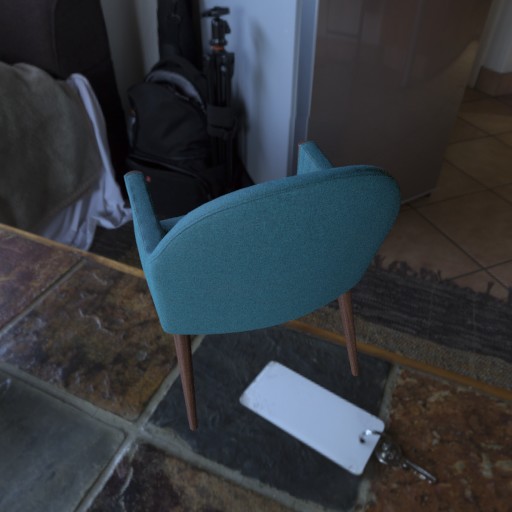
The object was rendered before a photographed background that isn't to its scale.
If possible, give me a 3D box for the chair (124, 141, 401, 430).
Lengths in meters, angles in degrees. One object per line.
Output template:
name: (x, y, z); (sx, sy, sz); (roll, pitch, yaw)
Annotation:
chair: (0.000, 0.000, 1.329); (0.656, 0.907, 0.652); (-14, 43, -15)
